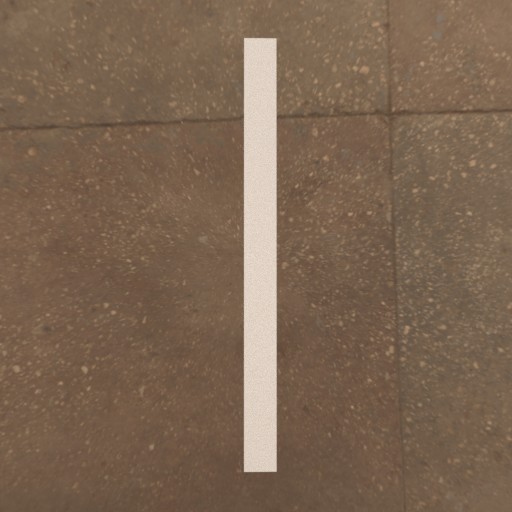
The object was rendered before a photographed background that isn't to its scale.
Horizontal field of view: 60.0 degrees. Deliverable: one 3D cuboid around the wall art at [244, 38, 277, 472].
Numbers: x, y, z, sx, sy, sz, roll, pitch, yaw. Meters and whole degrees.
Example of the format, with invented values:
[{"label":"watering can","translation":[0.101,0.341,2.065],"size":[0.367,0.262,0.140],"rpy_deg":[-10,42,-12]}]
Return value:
[{"label":"wall art","translation":[0.000,0.000,0.772],"size":[0.038,0.508,0.507],"rpy_deg":[0,90,-1]}]
